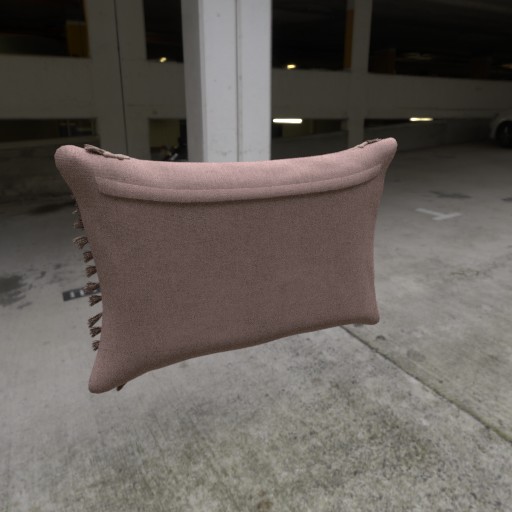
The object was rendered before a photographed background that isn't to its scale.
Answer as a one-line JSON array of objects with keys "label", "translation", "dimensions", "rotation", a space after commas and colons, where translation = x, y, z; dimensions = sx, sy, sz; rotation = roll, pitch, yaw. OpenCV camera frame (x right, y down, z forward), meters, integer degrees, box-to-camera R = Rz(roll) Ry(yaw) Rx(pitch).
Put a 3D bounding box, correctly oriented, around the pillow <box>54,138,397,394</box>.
[{"label": "pillow", "translation": [0.000, 0.000, 0.600], "dimensions": [0.466, 0.305, 0.084], "rotation": [-9, 20, -25]}]
